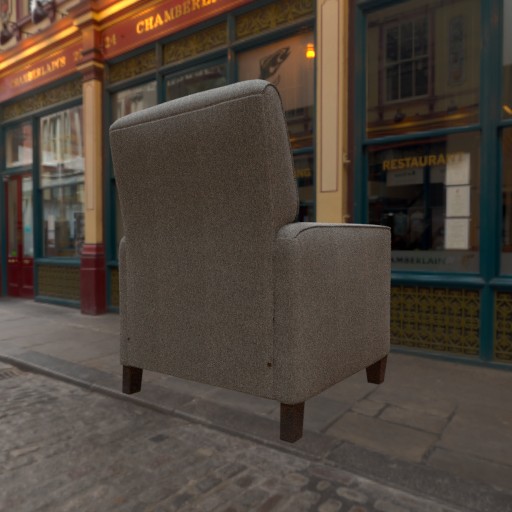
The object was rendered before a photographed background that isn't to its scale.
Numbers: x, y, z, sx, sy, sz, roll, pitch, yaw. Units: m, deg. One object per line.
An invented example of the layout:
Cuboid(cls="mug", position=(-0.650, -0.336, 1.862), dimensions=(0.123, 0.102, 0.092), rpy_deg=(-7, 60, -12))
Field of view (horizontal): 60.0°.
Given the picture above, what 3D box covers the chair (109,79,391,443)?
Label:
Cuboid(cls="chair", position=(0.000, 0.000, 1.712), dimensions=(0.841, 1.028, 0.858), rpy_deg=(0, 1, 36))
